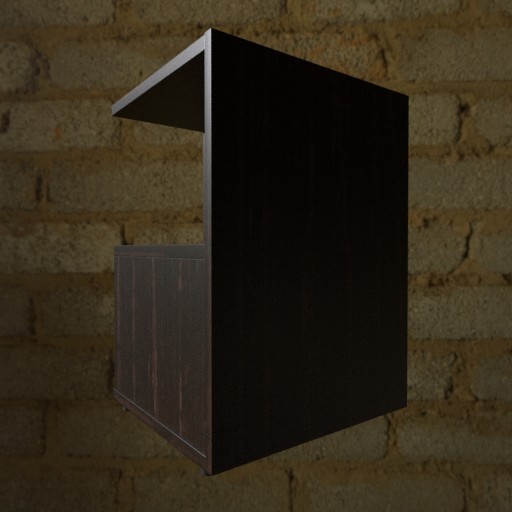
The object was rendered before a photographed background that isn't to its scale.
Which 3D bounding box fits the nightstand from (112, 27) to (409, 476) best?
[{"bbox_3d":[0.000,0.000,0.799,0.400,0.559,0.356,-1,1,-37],"label":"nightstand"}]
